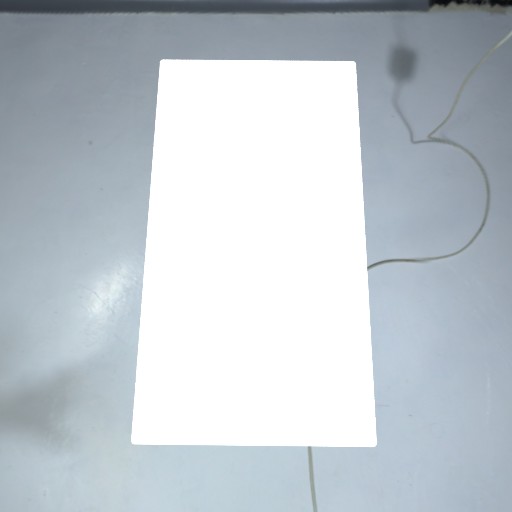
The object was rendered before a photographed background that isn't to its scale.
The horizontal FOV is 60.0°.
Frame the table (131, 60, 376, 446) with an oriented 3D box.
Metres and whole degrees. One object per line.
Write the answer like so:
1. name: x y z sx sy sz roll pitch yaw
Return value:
1. table: 0.000 0.000 2.079 0.900 0.760 1.600 1 75 0
